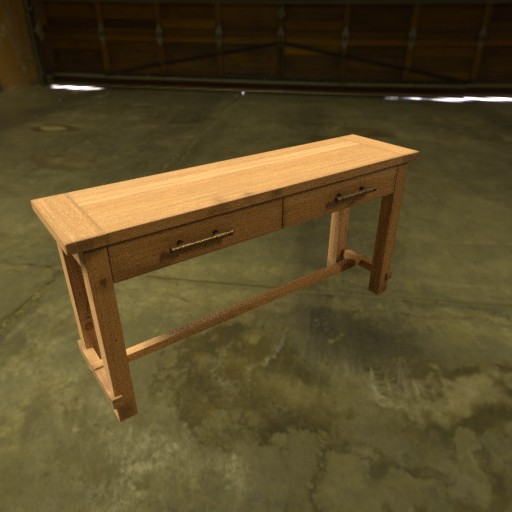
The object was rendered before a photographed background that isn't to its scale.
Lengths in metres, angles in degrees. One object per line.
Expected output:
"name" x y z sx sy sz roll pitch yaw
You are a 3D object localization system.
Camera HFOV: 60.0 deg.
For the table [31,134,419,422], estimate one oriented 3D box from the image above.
"table" 0.000 0.000 1.961 1.599 0.762 0.442 -19 34 -31
